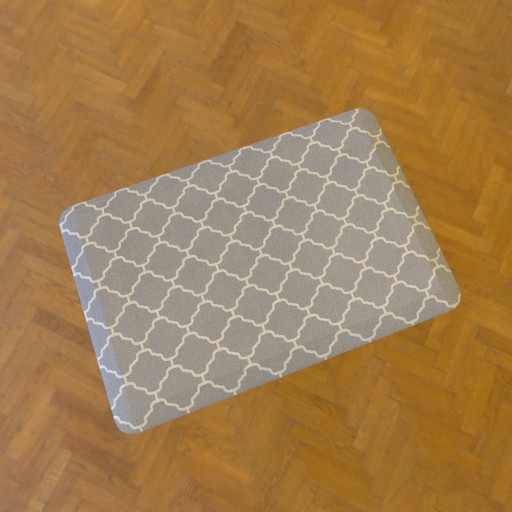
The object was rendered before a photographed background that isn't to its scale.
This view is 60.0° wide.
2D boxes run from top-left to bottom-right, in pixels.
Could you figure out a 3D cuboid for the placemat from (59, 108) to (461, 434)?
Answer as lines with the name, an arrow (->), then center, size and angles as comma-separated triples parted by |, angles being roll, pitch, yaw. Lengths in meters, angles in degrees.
placemat -> 0.000, 0.000, 0.954 | 0.762, 0.021, 0.508 | -20, 77, -5
